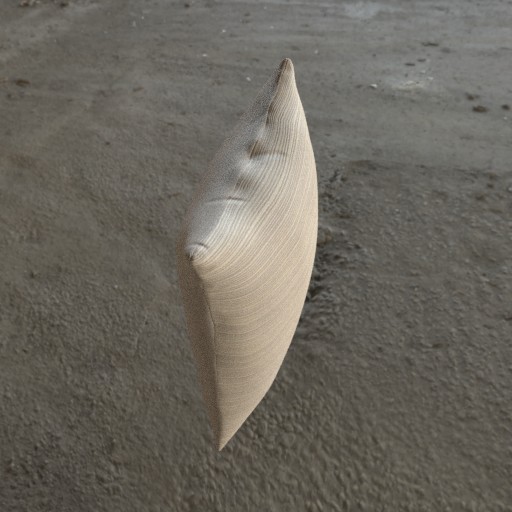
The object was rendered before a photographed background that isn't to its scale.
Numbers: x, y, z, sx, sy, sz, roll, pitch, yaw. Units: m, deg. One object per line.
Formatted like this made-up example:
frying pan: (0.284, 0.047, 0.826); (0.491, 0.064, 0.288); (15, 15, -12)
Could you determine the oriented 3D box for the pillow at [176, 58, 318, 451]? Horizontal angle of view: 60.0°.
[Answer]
pillow: (0.000, 0.000, 0.783); (0.204, 0.497, 0.512); (10, 47, 10)
